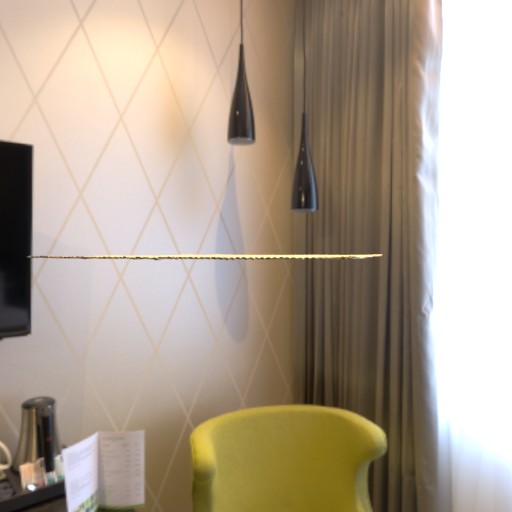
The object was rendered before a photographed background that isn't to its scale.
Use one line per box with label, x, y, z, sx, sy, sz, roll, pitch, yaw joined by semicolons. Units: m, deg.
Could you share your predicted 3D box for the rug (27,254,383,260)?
rug;0.000;0.000;2.348;1.218;0.017;1.861;0;0;19
